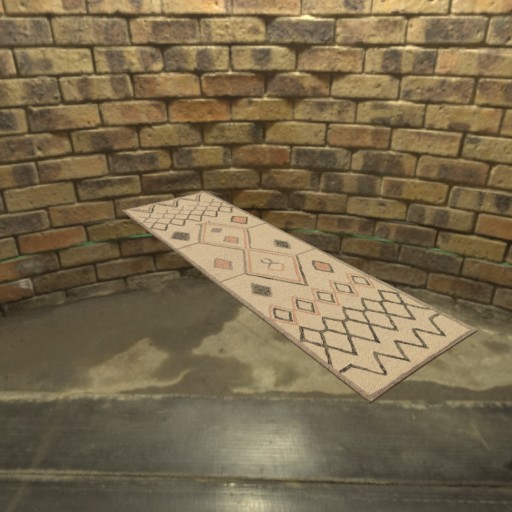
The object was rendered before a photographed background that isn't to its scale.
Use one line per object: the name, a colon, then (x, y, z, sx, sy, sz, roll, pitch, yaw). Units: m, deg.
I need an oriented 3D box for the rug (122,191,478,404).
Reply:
rug: (0.000, 0.000, 2.717, 0.750, 0.011, 2.435, -19, 33, -32)
